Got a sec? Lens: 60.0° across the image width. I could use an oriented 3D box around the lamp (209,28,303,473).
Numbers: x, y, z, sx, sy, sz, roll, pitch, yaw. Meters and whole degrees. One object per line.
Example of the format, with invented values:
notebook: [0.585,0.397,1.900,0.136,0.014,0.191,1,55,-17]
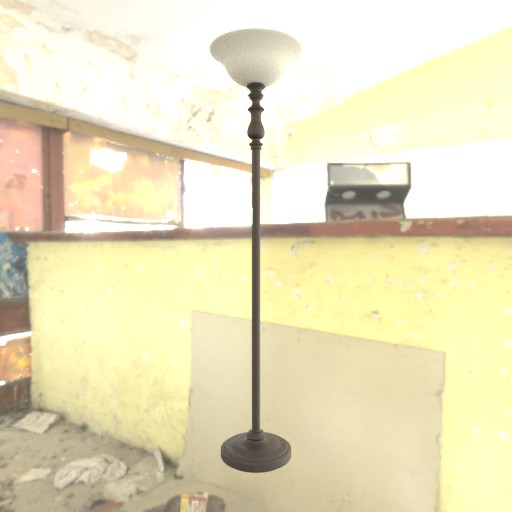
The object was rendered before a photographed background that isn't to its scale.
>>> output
lamp: [0.000,0.000,1.959,0.405,1.797,0.405,-1,2,-35]
